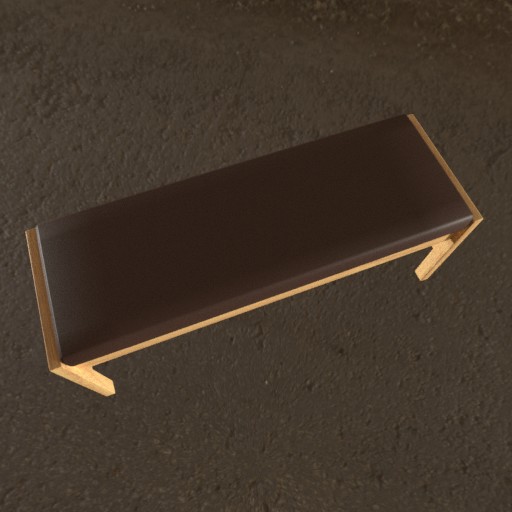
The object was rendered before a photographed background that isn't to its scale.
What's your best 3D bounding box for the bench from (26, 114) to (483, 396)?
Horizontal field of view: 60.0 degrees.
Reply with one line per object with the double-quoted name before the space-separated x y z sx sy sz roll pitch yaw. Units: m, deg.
"bench" 0.000 0.000 1.409 1.200 0.480 0.405 -19 66 -8
